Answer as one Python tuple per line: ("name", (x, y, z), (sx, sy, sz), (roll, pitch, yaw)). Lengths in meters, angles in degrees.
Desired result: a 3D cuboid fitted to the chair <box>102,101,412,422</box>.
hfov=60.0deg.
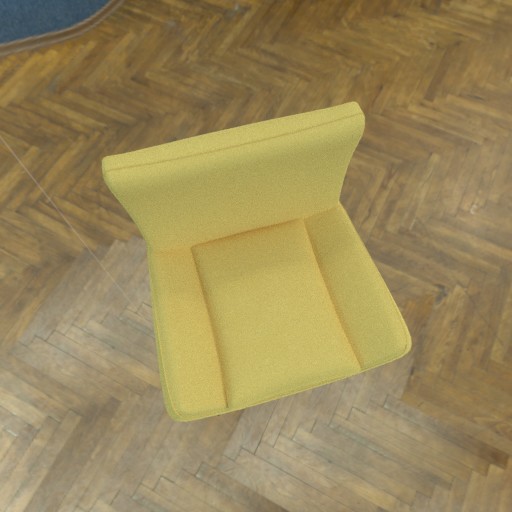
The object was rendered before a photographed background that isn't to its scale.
("chair", (0.000, 0.000, 1.662), (0.859, 0.855, 1.008), (-15, 66, -7))
